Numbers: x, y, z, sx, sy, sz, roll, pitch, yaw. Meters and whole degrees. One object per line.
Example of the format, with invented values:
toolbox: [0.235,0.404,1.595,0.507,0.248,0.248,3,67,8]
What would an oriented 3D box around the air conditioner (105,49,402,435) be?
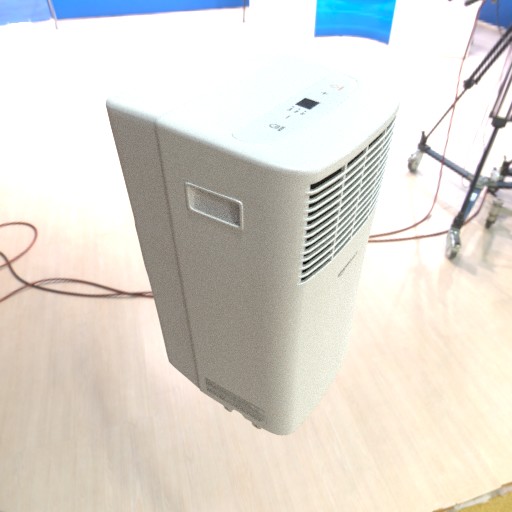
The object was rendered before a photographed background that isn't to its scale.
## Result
air conditioner: [0.000,0.000,0.795,0.349,0.606,0.304,25,47,26]
